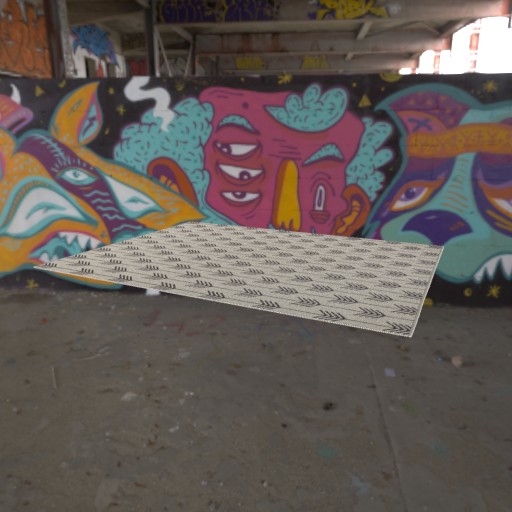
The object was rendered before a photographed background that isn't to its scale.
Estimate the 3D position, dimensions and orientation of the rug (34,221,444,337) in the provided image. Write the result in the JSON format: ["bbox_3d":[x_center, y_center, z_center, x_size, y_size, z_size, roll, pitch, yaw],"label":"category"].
[{"bbox_3d":[0.000,0.000,4.101,3.061,0.010,2.330,7,17,25],"label":"rug"}]
